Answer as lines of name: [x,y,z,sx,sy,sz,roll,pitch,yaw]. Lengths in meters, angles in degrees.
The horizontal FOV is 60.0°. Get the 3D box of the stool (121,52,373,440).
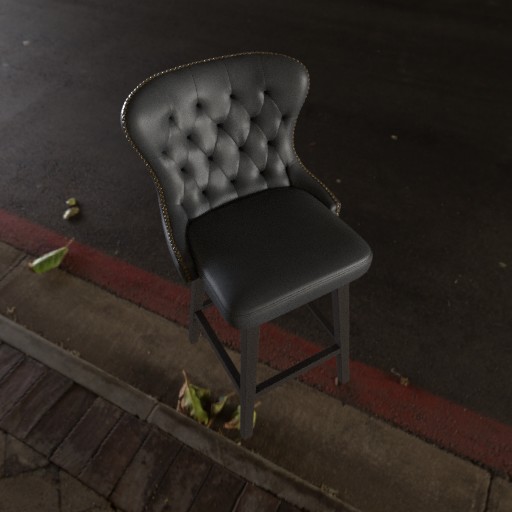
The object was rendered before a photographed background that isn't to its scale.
stool: [0.000,0.000,1.335,0.528,0.971,0.593,-22,50,-20]
